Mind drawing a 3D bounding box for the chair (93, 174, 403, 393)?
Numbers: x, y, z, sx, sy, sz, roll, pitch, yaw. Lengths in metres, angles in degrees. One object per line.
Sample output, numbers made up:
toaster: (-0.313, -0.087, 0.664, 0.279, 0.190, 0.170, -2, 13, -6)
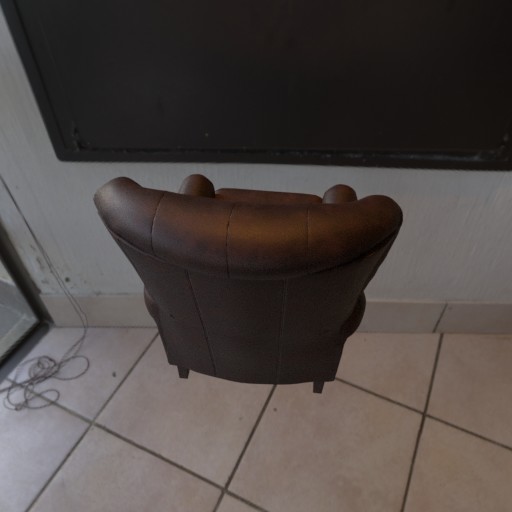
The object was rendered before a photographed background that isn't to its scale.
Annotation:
chair: (0.000, 0.000, 1.899, 0.948, 1.158, 1.058, 5, 46, 5)
